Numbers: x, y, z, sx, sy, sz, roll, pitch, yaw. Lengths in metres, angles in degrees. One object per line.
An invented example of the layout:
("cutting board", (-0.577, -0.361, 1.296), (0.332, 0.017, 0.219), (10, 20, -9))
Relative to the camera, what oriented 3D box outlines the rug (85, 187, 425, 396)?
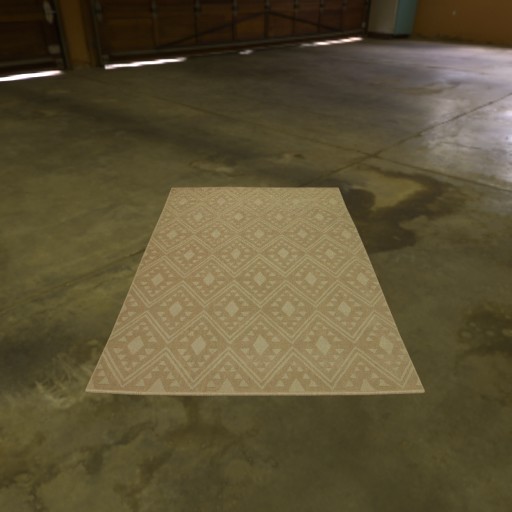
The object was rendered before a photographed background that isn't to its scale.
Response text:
("rug", (0.000, 0.000, 3.052), (1.553, 0.053, 2.430), (0, 31, 0))
